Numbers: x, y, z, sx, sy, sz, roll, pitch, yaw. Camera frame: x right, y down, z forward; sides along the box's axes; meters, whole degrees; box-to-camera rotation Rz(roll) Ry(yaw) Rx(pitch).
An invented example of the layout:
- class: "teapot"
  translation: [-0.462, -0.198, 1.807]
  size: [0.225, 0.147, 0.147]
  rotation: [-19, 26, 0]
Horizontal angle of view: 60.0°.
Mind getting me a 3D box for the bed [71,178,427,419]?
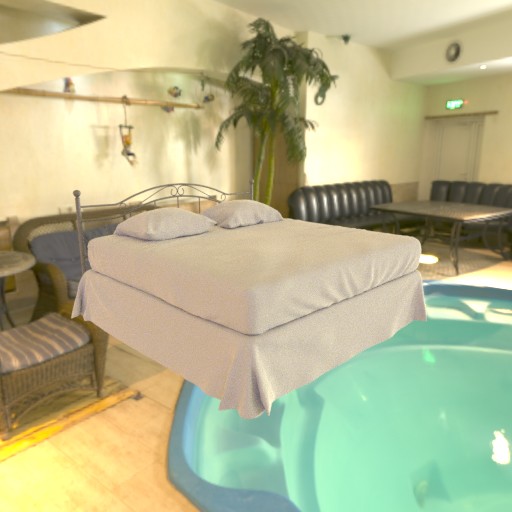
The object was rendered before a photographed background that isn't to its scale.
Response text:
- class: "bed"
  translation: [0.000, 0.000, 3.677]
  size: [2.309, 1.080, 2.220]
  rotation: [-13, 19, -43]
